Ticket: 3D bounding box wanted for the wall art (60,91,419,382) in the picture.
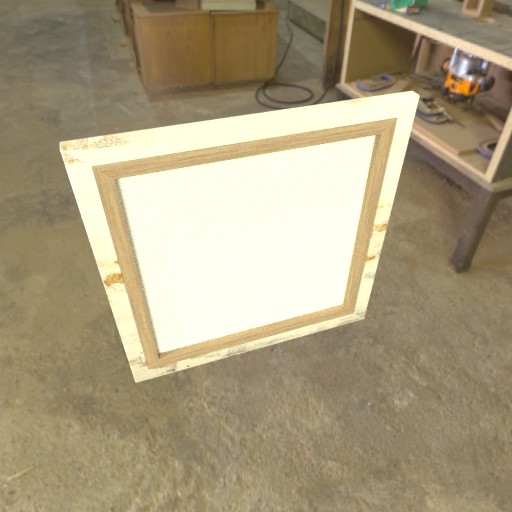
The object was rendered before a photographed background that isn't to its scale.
[{"bbox_3d":[0.000,0.000,1.545,1.015,1.018,0.040,-13,43,-14],"label":"wall art"}]
